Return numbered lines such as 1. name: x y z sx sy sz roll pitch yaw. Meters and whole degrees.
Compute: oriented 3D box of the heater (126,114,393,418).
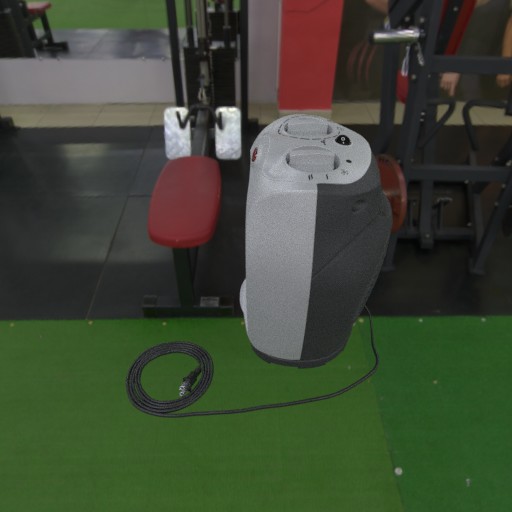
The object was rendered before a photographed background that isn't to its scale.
1. heater: 0.000 0.000 0.474 0.291 0.255 0.239 1 41 1
